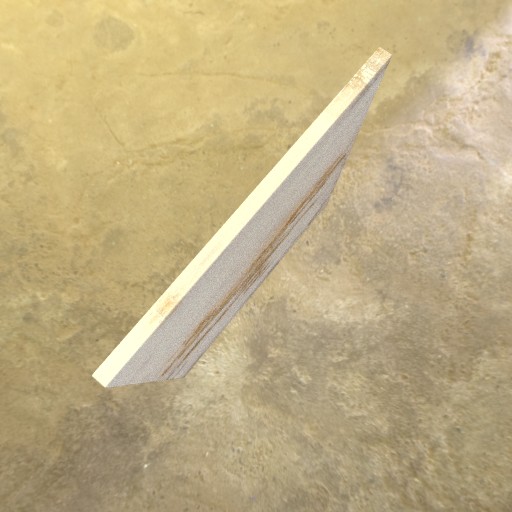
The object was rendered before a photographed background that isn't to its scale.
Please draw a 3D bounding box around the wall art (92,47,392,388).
[{"bbox_3d":[0.000,0.000,1.490,0.040,1.018,1.015,38,79,9],"label":"wall art"}]
